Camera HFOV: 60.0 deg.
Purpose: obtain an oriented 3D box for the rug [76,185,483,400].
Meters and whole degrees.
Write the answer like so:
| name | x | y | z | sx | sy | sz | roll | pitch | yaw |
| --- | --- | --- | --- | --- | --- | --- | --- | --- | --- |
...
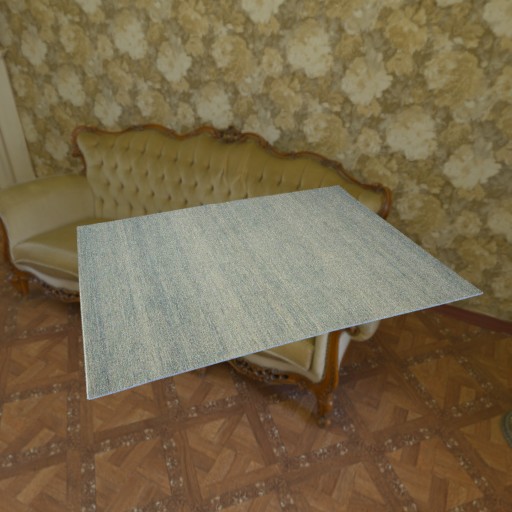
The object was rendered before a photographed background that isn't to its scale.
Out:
| name | x | y | z | sx | sy | sz | roll | pitch | yaw |
| --- | --- | --- | --- | --- | --- | --- | --- | --- | --- |
| rug | 0.000 | 0.000 | 4.284 | 3.237 | 0.046 | 2.461 | -11 | 34 | -17 |
